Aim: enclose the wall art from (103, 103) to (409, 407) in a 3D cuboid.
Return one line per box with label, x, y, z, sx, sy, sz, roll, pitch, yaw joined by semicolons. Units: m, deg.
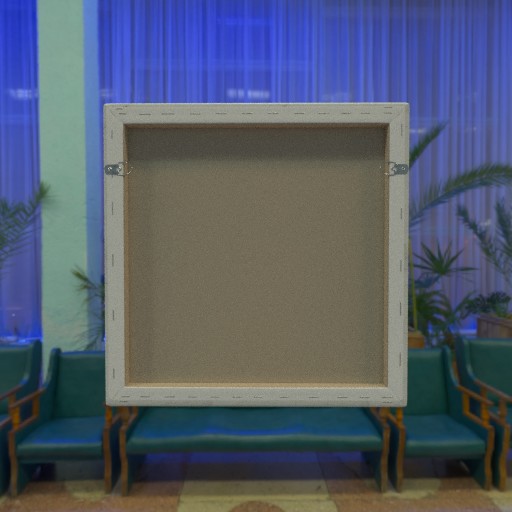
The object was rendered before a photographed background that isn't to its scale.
wall art;0.000;0.000;1.125;0.762;0.762;0.038;0;1;1
